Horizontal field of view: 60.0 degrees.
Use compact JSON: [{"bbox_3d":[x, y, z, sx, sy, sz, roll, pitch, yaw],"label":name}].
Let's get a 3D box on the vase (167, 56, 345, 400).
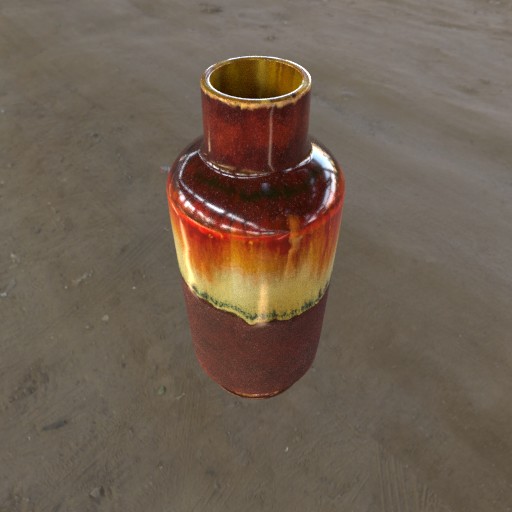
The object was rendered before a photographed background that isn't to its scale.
[{"bbox_3d":[0.000,0.000,0.320,0.111,0.261,0.111,0,45,0],"label":"vase"}]
